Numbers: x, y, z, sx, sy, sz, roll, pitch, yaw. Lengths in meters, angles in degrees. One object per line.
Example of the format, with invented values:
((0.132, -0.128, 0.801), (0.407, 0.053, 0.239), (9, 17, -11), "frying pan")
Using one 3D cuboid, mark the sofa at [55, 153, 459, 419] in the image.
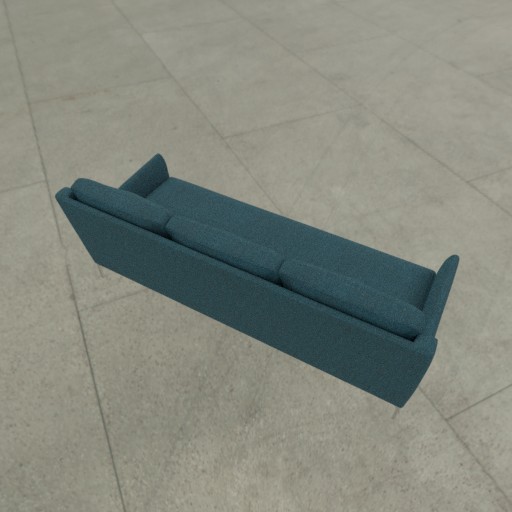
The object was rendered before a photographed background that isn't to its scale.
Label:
((0.000, 0.000, 2.535), (2.060, 0.837, 0.849), (22, 50, 20), "sofa")
